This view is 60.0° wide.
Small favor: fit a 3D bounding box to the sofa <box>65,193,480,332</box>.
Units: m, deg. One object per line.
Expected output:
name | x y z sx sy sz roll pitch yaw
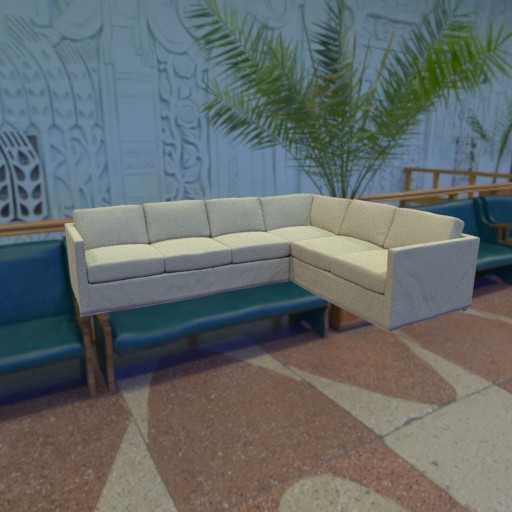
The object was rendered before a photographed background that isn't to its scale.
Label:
sofa | 0.000 0.000 4.260 3.182 0.871 2.432 -8 16 -27
